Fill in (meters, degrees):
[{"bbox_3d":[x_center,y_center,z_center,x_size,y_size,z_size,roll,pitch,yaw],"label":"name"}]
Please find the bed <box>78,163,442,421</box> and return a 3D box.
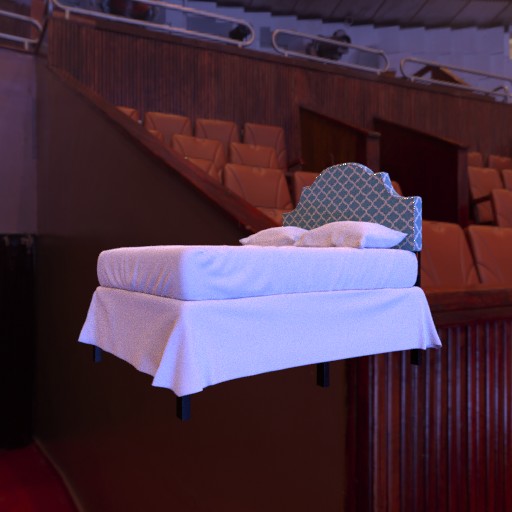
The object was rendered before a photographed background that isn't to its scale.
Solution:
[{"bbox_3d":[0.000,0.000,3.388,2.222,1.633,1.780,0,0,-35],"label":"bed"}]
